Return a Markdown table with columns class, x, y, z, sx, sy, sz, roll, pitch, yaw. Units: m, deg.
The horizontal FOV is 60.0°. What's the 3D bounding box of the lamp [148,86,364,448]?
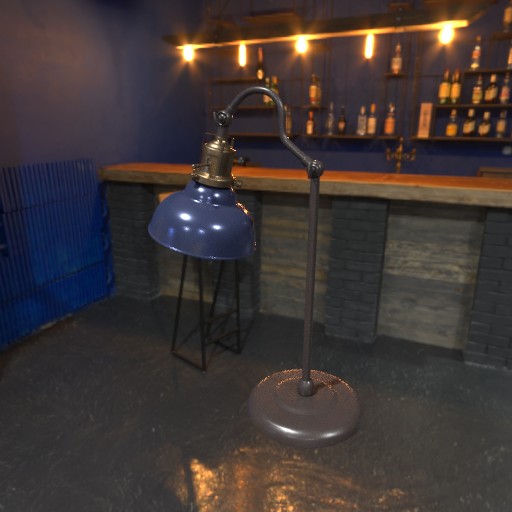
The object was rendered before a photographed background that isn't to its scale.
| class | x | y | z | sx | sy | sz | roll | pitch | yaw |
| --- | --- | --- | --- | --- | --- | --- | --- | --- | --- |
| lamp | 0.000 | 0.000 | 0.709 | 0.374 | 0.508 | 0.192 | 8 | 18 | 25 |
